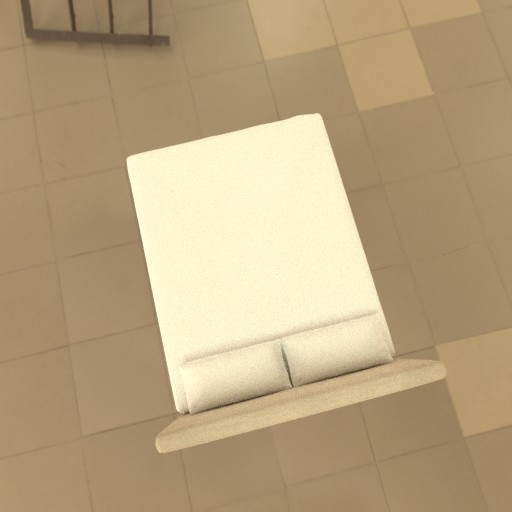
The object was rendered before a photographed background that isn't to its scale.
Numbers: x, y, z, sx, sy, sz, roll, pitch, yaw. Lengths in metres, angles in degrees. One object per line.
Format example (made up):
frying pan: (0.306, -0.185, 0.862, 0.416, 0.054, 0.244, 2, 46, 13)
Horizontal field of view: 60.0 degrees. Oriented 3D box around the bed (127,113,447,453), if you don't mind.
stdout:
bed: (0.000, 0.000, 3.254, 1.713, 1.330, 2.162, -14, 78, -3)
